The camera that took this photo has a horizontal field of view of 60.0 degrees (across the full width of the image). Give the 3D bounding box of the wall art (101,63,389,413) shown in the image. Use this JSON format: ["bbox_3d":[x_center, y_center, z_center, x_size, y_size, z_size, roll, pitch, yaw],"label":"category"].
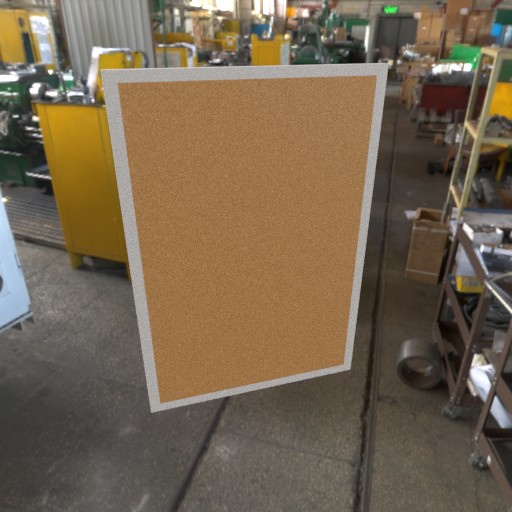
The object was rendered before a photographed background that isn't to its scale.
[{"bbox_3d":[0.000,0.000,0.832,0.456,0.656,0.013,-8,28,-15],"label":"wall art"}]
